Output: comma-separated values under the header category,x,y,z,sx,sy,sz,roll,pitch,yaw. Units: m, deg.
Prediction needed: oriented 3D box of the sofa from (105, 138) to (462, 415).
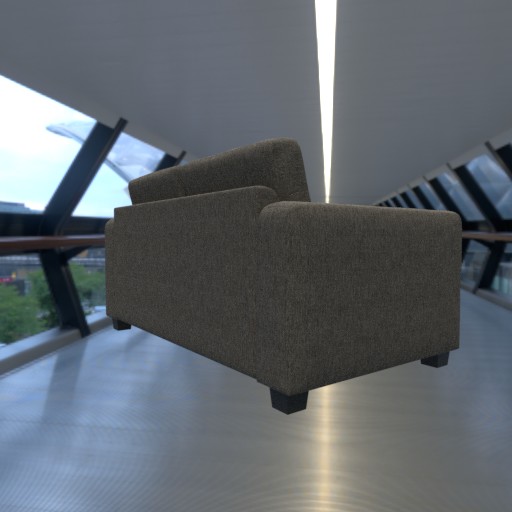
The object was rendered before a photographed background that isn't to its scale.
category,x,y,z,sx,sy,sz,roll,pitch,yaw
sofa,0.000,0.000,2.010,0.900,0.800,1.520,-2,3,-36
